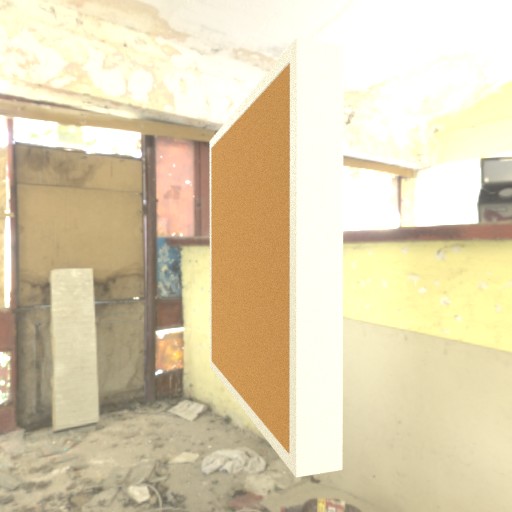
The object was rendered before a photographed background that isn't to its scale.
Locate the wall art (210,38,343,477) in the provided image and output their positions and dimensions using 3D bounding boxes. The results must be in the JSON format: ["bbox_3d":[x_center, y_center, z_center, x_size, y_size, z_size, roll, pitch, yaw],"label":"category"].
[{"bbox_3d":[0.000,0.000,0.458,0.037,0.305,0.305,0,1,-17],"label":"wall art"}]
